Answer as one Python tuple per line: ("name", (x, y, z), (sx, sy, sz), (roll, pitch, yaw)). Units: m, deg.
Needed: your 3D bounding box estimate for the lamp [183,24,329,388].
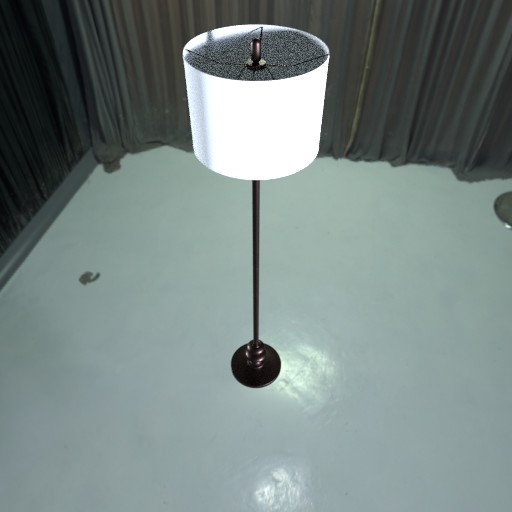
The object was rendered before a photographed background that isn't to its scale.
("lamp", (0.000, 0.000, 1.592), (0.356, 1.487, 0.356), (4, 46, 4))
